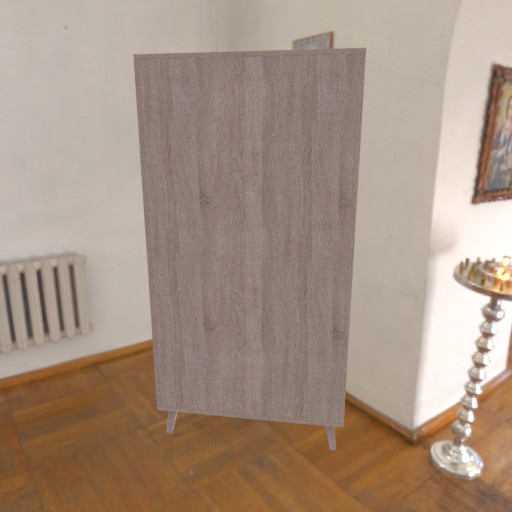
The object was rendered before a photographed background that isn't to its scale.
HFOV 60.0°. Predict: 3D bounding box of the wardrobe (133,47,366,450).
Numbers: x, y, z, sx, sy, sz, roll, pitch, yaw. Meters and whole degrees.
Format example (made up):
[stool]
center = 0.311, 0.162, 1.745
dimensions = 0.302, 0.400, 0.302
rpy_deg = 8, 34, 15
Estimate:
[wardrobe]
center = 0.000, 0.000, 2.418
dimensions = 1.000, 1.960, 0.600
rpy_deg = 2, 15, 8
